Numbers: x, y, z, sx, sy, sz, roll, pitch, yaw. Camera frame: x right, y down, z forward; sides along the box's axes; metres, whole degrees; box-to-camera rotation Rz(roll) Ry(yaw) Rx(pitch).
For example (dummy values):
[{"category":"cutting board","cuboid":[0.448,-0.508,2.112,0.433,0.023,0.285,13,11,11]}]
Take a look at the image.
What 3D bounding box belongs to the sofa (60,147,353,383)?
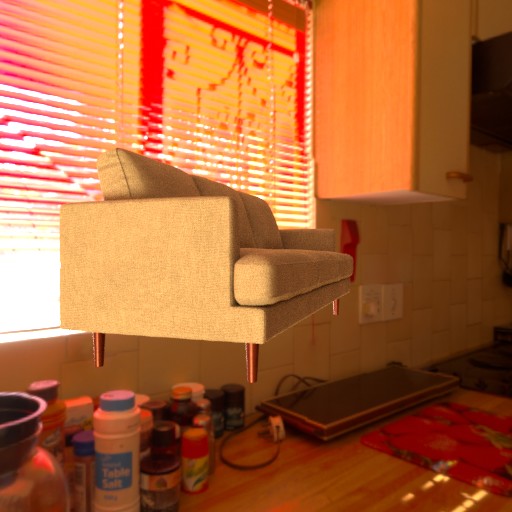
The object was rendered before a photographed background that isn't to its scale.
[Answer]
[{"category":"sofa","cuboid":[0.000,0.000,2.673,0.903,0.930,2.246,0,0,19]}]
